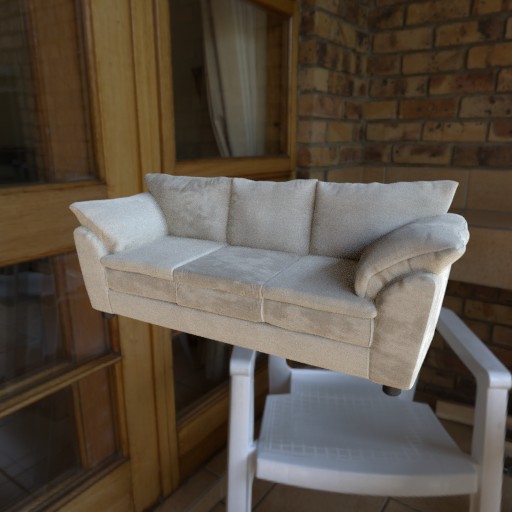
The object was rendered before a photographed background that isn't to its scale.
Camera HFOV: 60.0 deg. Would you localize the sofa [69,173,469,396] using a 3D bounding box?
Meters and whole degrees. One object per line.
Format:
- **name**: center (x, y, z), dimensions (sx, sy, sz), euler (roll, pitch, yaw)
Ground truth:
- **sofa**: center (0.000, 0.000, 2.757), dimensions (2.377, 0.981, 0.893), euler (8, 17, 28)
